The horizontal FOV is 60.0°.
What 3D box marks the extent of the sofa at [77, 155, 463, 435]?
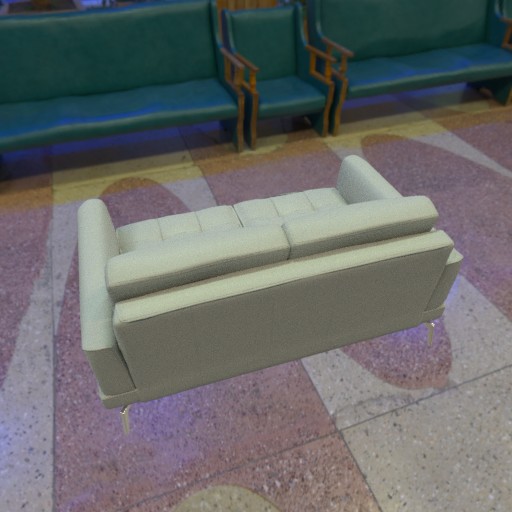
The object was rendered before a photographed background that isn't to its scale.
[{"bbox_3d":[0.000,0.000,2.403,1.819,0.930,1.121,-12,43,-13],"label":"sofa"}]
